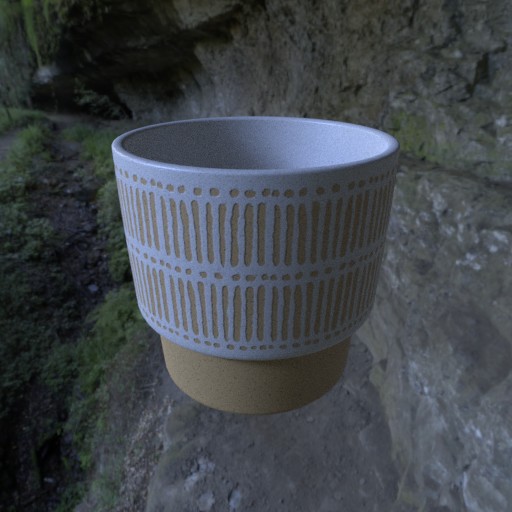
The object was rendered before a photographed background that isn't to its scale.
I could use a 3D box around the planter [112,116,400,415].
[{"bbox_3d":[0.000,0.000,0.570,0.317,0.303,0.317,0,25,0],"label":"planter"}]
